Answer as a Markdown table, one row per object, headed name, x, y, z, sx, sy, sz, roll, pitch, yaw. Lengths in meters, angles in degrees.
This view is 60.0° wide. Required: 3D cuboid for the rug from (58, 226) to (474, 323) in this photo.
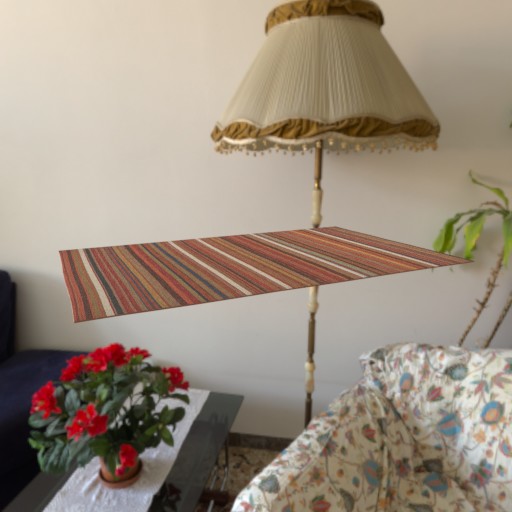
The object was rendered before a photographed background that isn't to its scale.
| name | x | y | z | sx | sy | sz | roll | pitch | yaw |
| --- | --- | --- | --- | --- | --- | --- | --- | --- | --- |
| rug | 0.000 | 0.000 | 3.047 | 2.438 | 0.008 | 1.523 | -6 | 15 | -25 |
